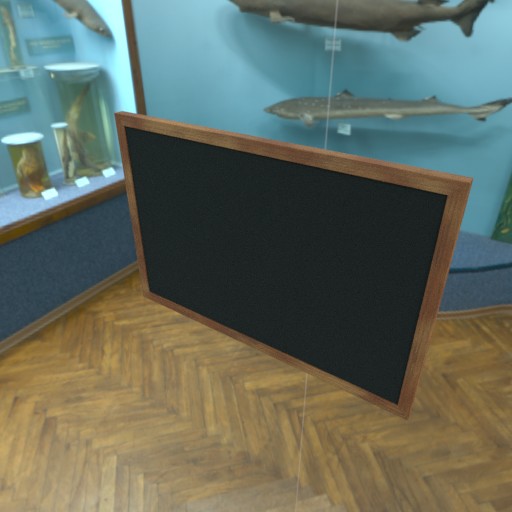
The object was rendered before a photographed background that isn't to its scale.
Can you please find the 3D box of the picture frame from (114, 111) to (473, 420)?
[{"bbox_3d":[0.000,0.000,1.201,0.950,0.640,0.029,19,36,29],"label":"picture frame"}]
